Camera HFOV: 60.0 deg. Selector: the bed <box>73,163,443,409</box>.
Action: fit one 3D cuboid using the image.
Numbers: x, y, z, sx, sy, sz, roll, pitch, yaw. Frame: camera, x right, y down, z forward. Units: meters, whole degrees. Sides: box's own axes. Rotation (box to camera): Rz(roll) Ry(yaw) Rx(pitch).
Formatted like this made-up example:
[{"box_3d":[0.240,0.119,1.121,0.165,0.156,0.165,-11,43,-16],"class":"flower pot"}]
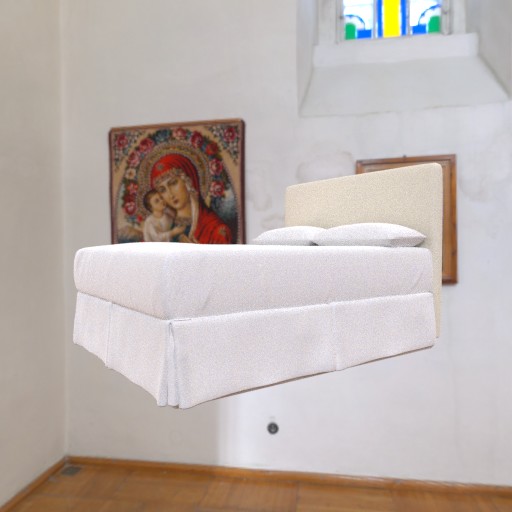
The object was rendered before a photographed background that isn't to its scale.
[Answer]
[{"box_3d":[0.000,0.000,3.174,2.147,1.330,1.714,-1,2,-36],"class":"bed"}]
